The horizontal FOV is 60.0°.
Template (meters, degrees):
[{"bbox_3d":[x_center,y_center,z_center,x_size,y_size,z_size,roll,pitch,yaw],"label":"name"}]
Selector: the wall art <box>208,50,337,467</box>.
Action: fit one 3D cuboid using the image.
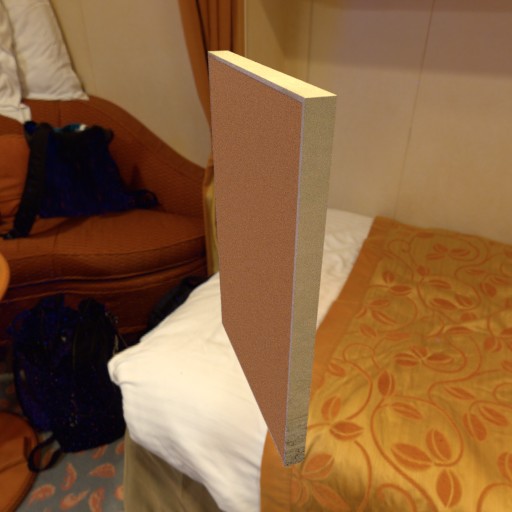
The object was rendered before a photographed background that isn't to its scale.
[{"bbox_3d":[0.000,0.000,0.768,0.036,0.607,0.403,-10,33,-16],"label":"wall art"}]
